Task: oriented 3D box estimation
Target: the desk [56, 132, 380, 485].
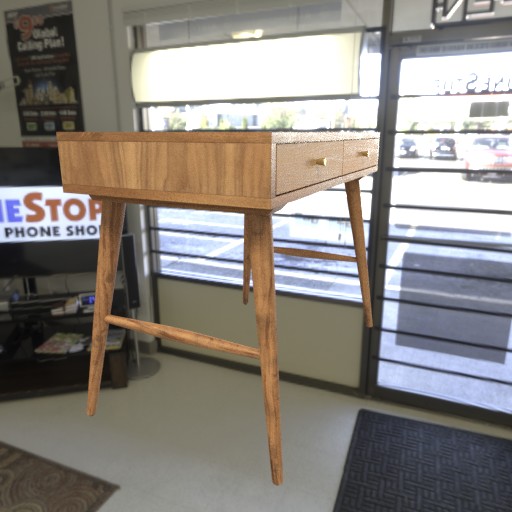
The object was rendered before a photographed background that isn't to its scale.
[{"bbox_3d":[0.000,0.000,1.408,0.588,0.758,0.949,8,17,25],"label":"desk"}]
